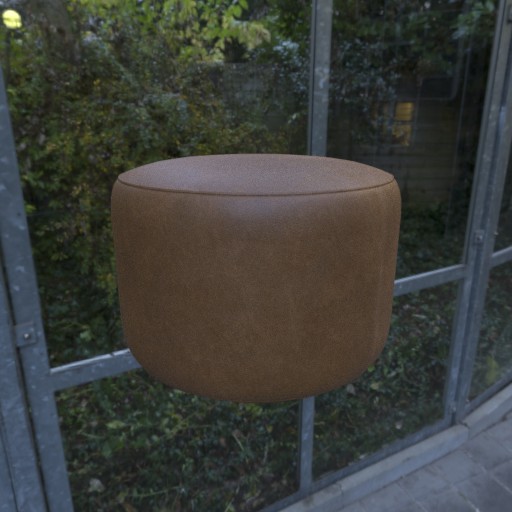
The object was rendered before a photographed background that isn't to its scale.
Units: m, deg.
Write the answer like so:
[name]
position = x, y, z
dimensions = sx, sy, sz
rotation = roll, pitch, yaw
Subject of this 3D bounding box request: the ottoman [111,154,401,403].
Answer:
[ottoman]
position = 0.000, 0.000, 1.006
dimensions = 0.607, 0.438, 0.607
rotation = 0, 17, 0
